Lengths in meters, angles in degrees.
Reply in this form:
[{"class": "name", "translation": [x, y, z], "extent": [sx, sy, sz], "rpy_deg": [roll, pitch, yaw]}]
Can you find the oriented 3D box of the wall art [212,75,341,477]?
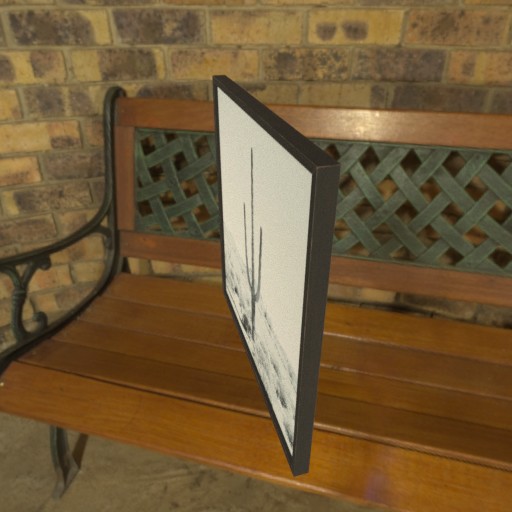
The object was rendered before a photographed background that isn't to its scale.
[{"class": "wall art", "translation": [0.000, 0.000, 1.156], "extent": [0.038, 0.762, 0.762], "rpy_deg": [-9, 33, -14]}]
